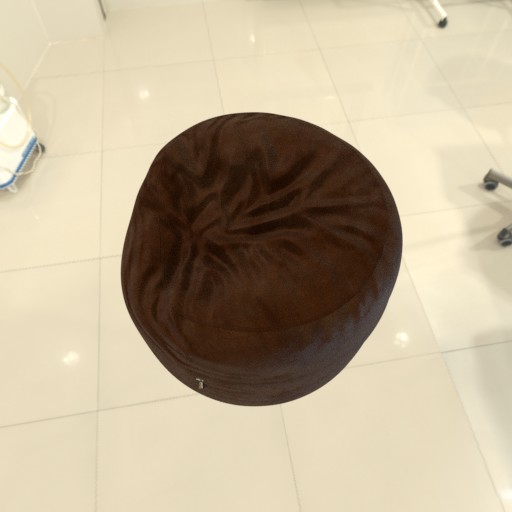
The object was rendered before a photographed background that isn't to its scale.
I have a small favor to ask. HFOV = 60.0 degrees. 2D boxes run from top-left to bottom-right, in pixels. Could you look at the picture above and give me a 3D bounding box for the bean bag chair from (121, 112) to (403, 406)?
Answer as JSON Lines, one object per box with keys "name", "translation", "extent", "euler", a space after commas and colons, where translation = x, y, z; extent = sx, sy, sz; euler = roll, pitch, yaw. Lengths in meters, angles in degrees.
{"name": "bean bag chair", "translation": [0.000, 0.000, 1.523], "extent": [0.918, 0.616, 0.918], "euler": [0, 59, 0]}
